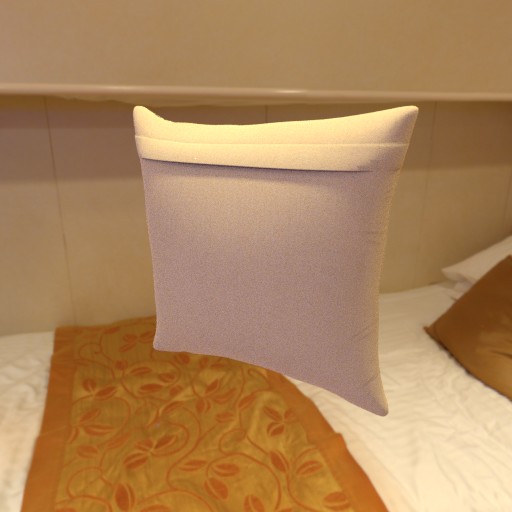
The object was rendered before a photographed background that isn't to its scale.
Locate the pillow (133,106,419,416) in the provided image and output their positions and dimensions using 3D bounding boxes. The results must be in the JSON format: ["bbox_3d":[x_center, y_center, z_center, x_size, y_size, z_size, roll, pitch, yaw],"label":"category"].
[{"bbox_3d":[0.000,0.000,0.631,0.405,0.406,0.173,9,20,26],"label":"pillow"}]
